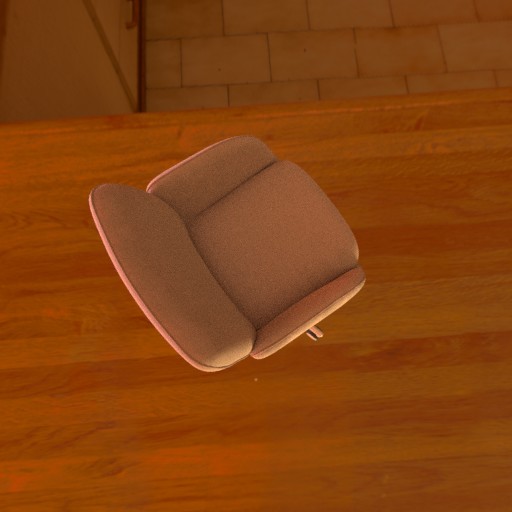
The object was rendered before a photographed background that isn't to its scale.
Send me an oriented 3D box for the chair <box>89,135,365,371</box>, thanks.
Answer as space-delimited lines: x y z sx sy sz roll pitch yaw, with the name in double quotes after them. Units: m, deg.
0.000 0.000 1.397 0.654 0.959 0.648 -33 77 -9 "chair"
